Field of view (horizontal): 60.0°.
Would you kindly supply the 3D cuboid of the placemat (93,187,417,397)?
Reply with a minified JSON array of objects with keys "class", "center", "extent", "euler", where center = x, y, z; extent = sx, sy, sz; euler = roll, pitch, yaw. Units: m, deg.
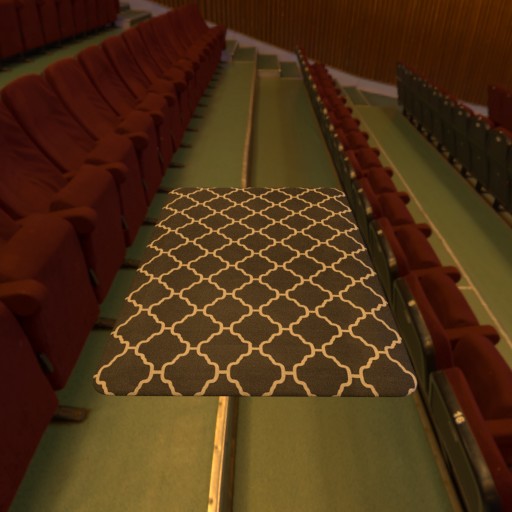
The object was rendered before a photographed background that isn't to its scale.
[{"class":"placemat","center":[0.000,0.000,0.983],"extent":[0.508,0.021,0.762],"euler":[0,32,0]}]
